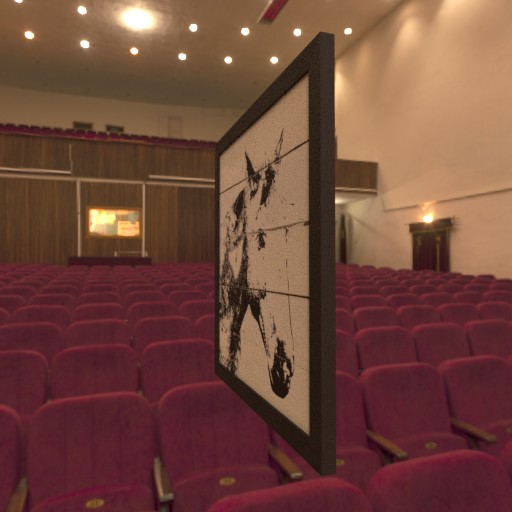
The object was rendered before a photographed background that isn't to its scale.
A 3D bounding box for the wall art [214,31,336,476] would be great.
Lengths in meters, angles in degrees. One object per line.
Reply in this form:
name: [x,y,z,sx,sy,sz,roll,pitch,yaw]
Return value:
wall art: [0.000,0.000,1.497,0.038,1.016,1.016,0,-1,-19]
